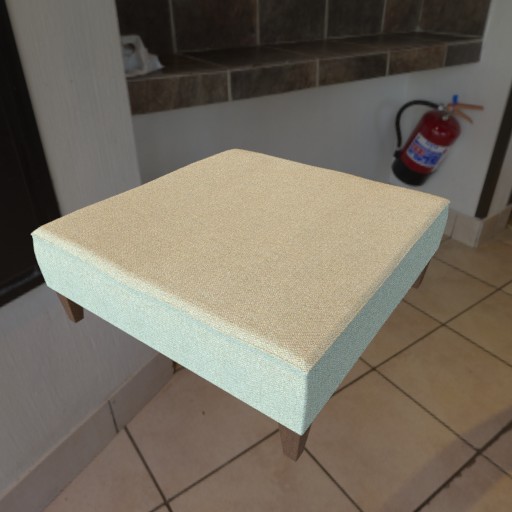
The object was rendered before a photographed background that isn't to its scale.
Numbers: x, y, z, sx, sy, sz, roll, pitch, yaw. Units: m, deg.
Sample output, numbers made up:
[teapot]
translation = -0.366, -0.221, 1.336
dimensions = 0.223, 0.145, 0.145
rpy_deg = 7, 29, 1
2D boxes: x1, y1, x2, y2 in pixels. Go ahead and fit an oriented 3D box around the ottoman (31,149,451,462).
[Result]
[ottoman]
translation = 0.000, 0.000, 1.514
dimensions = 0.968, 0.379, 1.004
rpy_deg = 21, 37, 30
